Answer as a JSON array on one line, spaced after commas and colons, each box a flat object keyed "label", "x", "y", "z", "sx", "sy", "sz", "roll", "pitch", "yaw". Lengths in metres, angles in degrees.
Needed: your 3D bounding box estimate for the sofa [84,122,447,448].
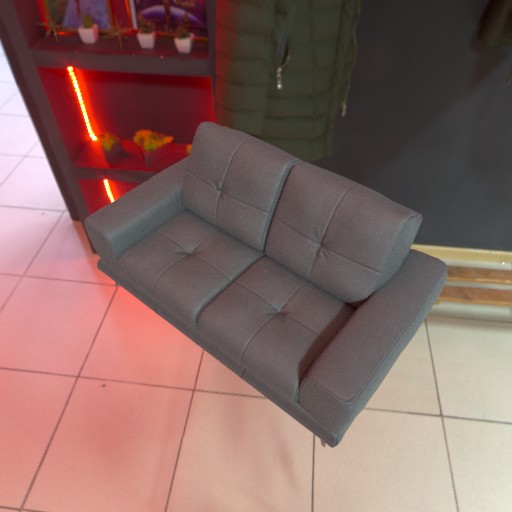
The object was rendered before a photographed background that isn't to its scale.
[{"label": "sofa", "x": 0.000, "y": 0.000, "z": 2.457, "sx": 1.806, "sy": 0.907, "sz": 1.018, "roll": 31, "pitch": 54, "yaw": 26}]
